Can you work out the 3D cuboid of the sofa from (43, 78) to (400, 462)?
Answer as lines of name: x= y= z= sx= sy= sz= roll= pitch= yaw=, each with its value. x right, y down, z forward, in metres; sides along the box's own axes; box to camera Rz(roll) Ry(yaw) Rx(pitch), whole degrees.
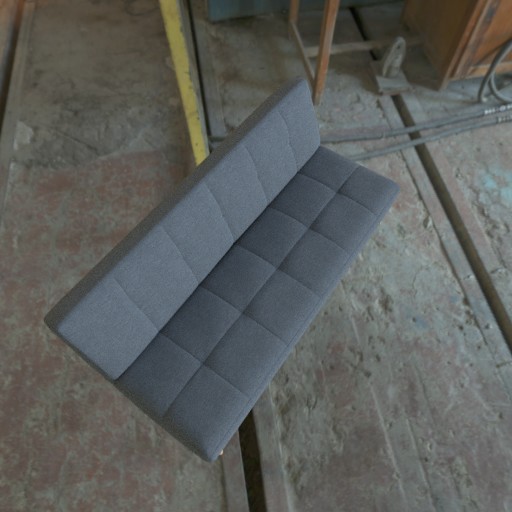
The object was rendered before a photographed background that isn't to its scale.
sofa: x=0.000 y=0.000 z=2.288 sx=0.820 sy=0.770 sz=1.820 roll=32 pitch=64 yaw=17
